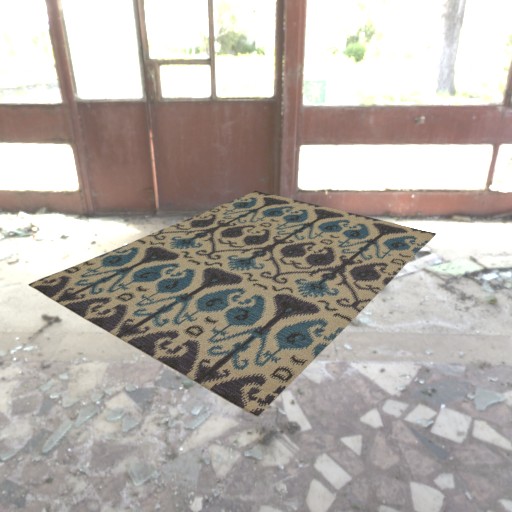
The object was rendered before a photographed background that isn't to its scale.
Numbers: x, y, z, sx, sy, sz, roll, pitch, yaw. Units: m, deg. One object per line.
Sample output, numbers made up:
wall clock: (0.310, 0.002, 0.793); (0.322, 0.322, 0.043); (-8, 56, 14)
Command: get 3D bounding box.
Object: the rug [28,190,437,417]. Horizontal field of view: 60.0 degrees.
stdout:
rug: (0.000, 0.000, 4.262); (2.443, 0.024, 3.228); (18, 32, 33)
